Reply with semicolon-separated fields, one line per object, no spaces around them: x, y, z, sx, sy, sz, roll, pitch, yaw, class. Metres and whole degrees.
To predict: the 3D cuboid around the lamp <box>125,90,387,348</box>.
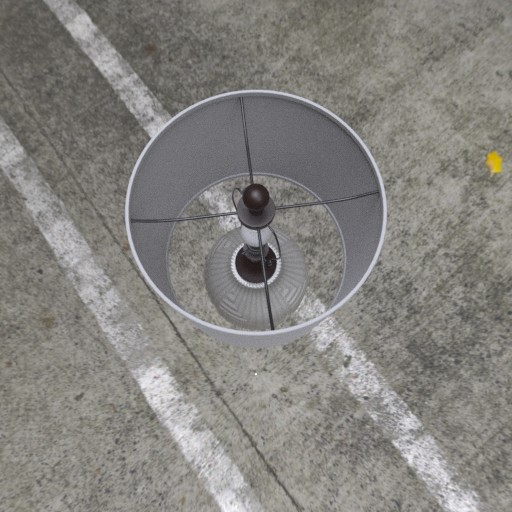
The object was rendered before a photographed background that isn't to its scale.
0.000;0.000;0.778;0.318;0.567;0.318;0;75;0;lamp
